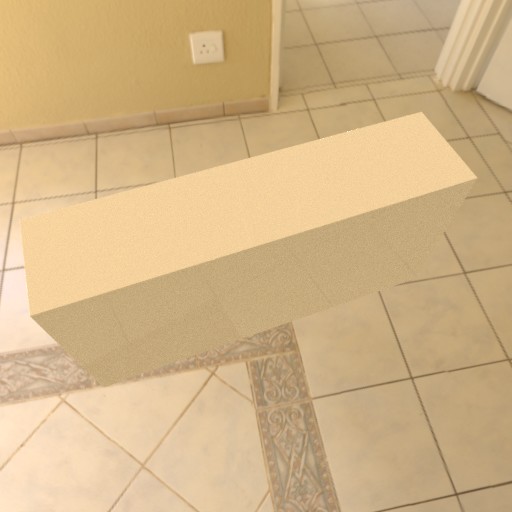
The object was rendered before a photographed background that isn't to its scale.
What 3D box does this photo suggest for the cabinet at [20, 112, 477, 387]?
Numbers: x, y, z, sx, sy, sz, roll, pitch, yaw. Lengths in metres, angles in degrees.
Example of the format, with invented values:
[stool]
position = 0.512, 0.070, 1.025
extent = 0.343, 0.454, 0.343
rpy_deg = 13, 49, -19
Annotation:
[cabinet]
position = 0.000, 0.000, 1.971
extent = 1.650, 0.800, 0.400
rpy_deg = -17, 59, -11
